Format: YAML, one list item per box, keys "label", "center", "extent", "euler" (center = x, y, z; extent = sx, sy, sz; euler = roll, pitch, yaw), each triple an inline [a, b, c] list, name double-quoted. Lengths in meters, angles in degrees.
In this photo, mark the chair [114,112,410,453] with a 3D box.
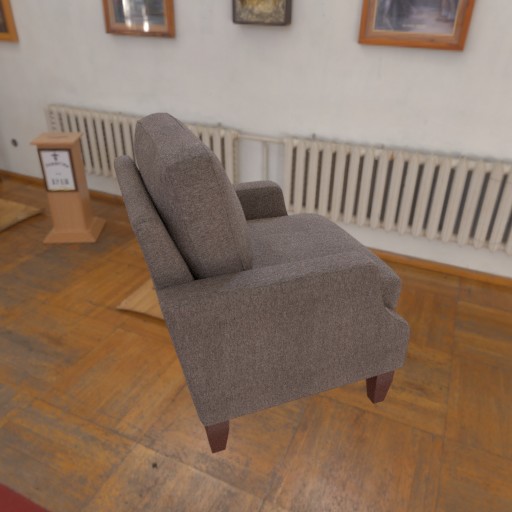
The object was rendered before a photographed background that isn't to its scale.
- label: "chair"
  center: [0.000, 0.000, 1.663]
  extent: [0.897, 0.993, 0.855]
  euler: [-10, 30, -18]
